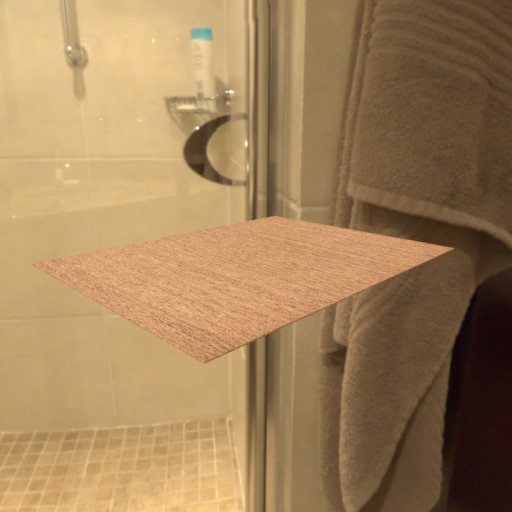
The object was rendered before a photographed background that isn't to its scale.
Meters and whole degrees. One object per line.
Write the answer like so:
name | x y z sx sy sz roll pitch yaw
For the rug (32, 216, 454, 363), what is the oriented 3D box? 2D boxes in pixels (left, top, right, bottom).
rug | 0.000 0.000 4.200 2.448 0.013 3.205 15 22 43
